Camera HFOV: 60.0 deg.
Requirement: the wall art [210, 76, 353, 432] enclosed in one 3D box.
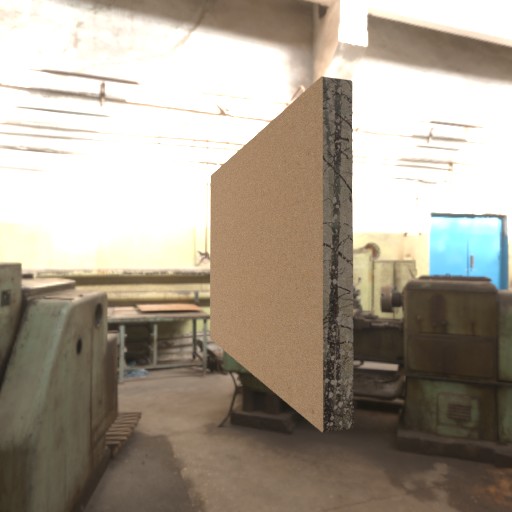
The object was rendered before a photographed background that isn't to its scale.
[{"bbox_3d":[0.000,0.000,0.794,0.042,0.398,0.618,0,-1,-17],"label":"wall art"}]
